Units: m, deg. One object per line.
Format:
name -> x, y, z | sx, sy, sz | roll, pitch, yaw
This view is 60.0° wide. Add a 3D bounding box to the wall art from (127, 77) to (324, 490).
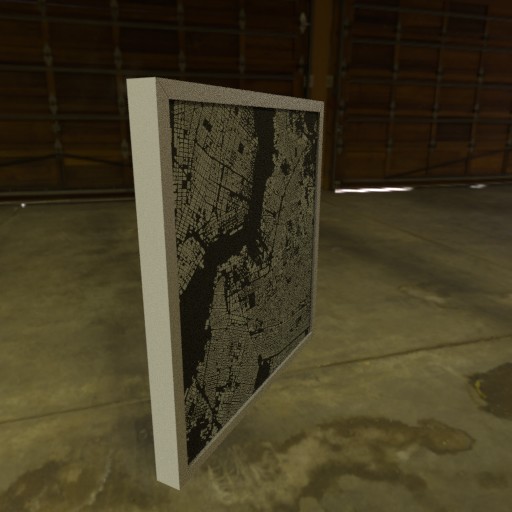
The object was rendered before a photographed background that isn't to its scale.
wall art -> 0.000, 0.000, 0.735 | 0.038, 0.506, 0.506 | 8, 18, 26
